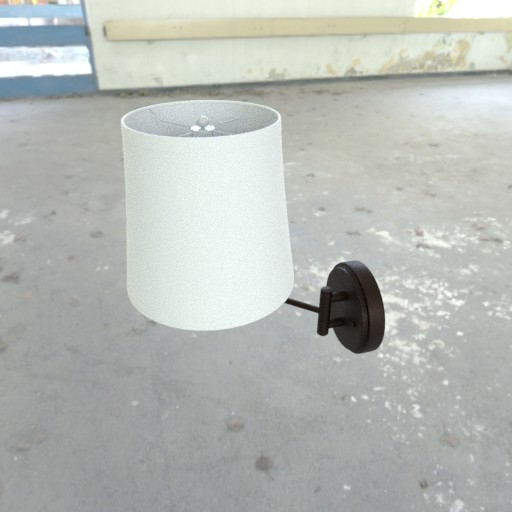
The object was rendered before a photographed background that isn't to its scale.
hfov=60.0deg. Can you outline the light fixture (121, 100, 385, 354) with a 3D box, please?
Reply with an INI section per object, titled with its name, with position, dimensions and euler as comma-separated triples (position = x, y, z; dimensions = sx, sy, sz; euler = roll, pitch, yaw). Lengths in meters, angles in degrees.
[light fixture]
position = 0.000, 0.000, 0.272
dimensions = 0.157, 0.172, 0.100
euler = -8, 31, -13
